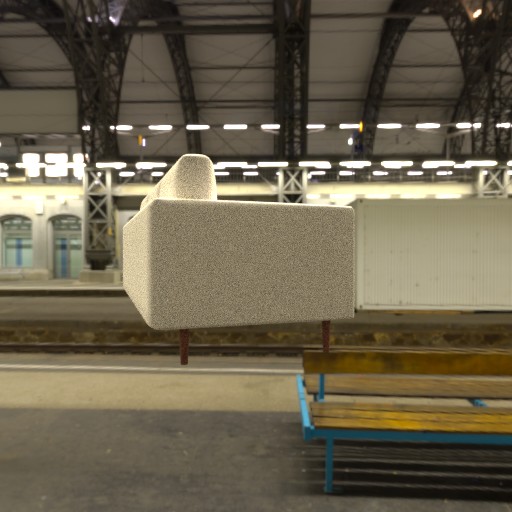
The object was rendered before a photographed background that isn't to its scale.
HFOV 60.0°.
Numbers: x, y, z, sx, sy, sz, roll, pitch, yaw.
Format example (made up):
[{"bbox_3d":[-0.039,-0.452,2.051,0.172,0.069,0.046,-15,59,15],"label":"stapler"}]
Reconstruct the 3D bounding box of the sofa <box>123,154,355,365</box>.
[{"bbox_3d":[0.000,0.000,2.907,1.580,0.899,2.029,0,1,-20],"label":"sofa"}]
